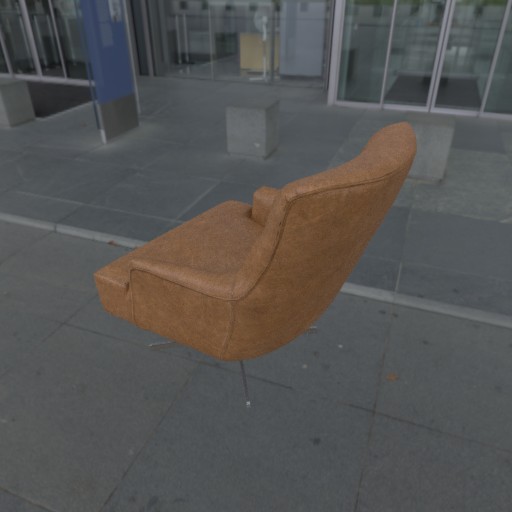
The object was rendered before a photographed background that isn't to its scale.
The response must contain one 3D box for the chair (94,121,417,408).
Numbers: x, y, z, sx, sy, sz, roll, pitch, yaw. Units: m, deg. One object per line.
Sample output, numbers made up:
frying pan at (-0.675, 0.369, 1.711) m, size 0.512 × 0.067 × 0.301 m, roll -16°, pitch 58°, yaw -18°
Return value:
chair at (0.000, 0.000, 1.492) m, size 0.874 × 0.869 × 0.729 m, roll 21°, pitch 37°, yaw 30°
